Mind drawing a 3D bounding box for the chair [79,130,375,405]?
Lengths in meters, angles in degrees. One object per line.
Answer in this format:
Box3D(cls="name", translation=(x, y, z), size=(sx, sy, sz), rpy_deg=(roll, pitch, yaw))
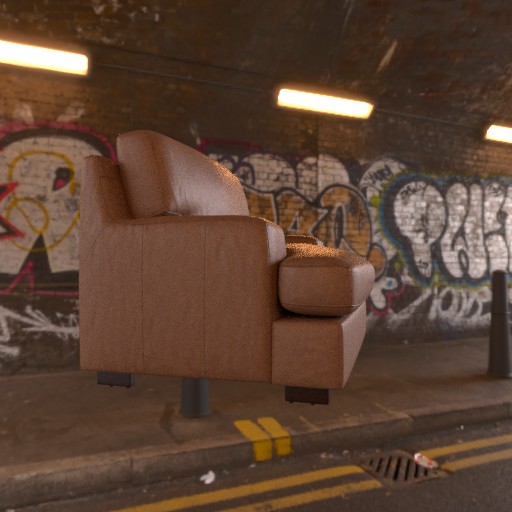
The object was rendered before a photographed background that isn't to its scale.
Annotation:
Box3D(cls="chair", translation=(0.000, 0.000, 2.061), size=(1.050, 0.978, 1.276), rpy_deg=(0, -1, 17))
